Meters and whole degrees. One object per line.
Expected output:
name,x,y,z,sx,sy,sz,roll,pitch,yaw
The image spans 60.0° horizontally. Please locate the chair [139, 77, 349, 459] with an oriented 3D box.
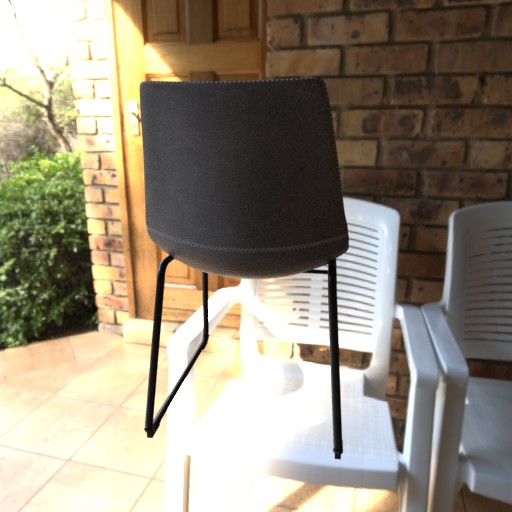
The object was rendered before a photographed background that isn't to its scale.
chair,0.000,0.000,1.117,0.460,0.780,0.550,3,16,9
